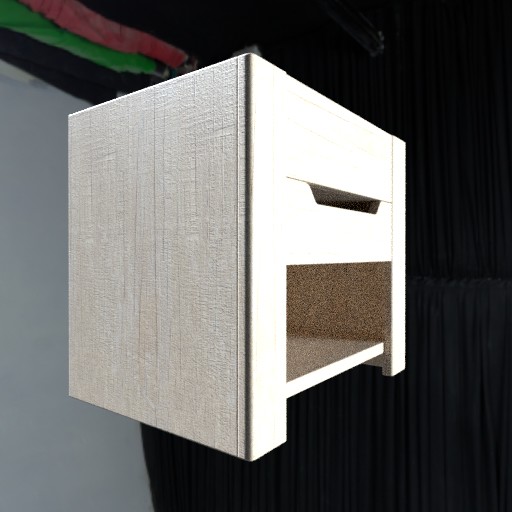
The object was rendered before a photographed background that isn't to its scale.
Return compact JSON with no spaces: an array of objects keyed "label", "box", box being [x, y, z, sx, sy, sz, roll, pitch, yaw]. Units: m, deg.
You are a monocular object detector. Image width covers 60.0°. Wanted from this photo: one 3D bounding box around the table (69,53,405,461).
[{"label":"table","box":[0.000,0.000,0.902,0.420,0.510,0.570,0,0,37]}]
